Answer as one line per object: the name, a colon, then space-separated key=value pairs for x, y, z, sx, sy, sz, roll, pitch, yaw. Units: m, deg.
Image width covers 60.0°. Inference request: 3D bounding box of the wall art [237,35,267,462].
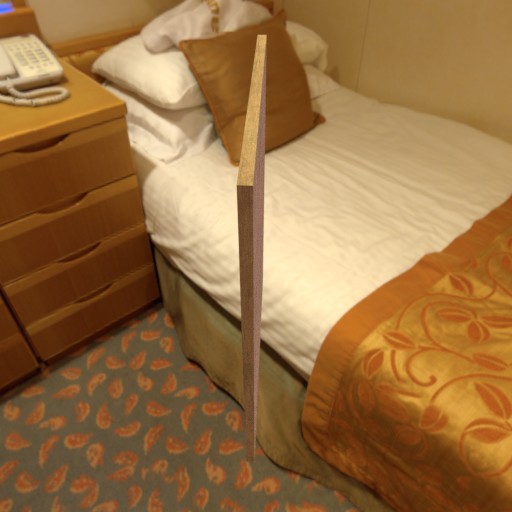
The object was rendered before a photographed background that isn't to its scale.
wall art: x=0.000 y=0.000 z=0.901 sx=0.018 sy=0.686 sz=0.534 roll=2 pitch=42 yaw=2
